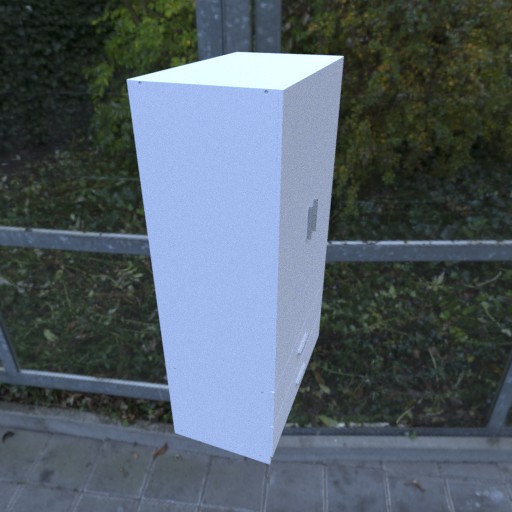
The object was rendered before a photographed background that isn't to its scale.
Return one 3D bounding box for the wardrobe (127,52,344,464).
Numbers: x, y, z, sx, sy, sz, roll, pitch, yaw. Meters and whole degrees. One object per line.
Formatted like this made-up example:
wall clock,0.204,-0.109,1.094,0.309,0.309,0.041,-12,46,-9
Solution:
wardrobe,0.000,0.000,2.278,0.577,1.808,0.991,10,32,17
